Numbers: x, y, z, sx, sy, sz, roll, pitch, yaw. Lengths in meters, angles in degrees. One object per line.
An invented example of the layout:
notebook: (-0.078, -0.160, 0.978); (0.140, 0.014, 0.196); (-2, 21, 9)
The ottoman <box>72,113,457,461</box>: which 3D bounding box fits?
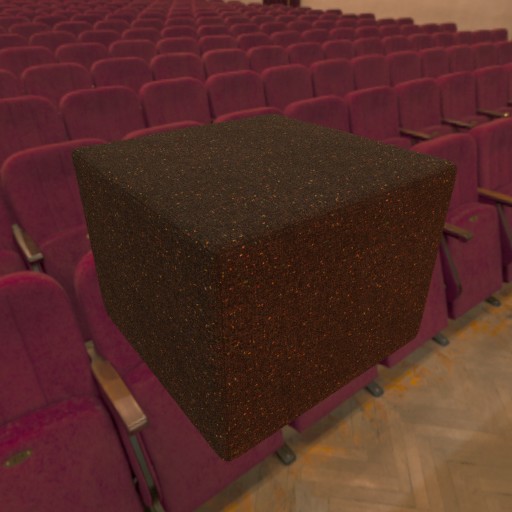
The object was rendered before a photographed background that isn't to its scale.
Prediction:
ottoman: (0.000, 0.000, 0.881); (0.508, 0.432, 0.508); (-21, 36, -32)
